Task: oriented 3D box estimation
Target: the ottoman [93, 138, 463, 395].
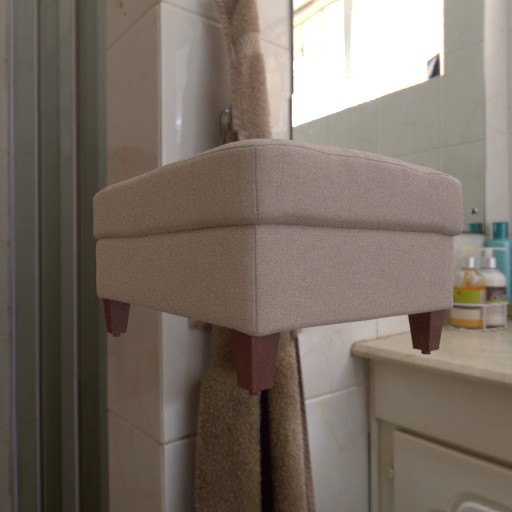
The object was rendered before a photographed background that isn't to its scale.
[{"bbox_3d":[0.000,0.000,1.285,0.692,0.511,0.902,0,0,-37],"label":"ottoman"}]
